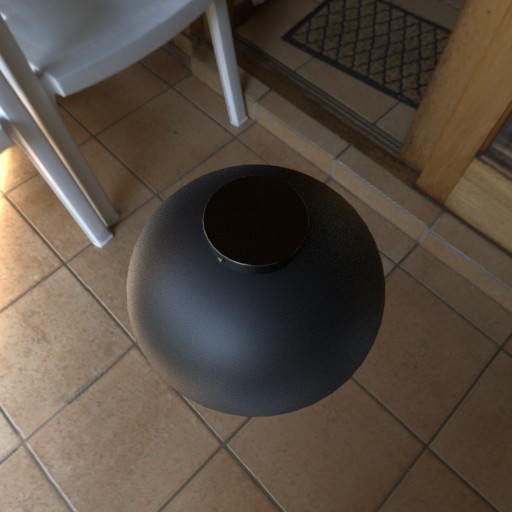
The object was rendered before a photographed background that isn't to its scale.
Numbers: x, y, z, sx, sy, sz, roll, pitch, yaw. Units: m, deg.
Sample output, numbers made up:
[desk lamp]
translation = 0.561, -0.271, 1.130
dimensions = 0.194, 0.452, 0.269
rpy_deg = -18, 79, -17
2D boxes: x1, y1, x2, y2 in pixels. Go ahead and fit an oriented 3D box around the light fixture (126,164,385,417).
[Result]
[light fixture]
translation = 0.000, 0.000, 0.547
dimensions = 0.355, 0.177, 0.355
rpy_deg = 0, 63, 0
